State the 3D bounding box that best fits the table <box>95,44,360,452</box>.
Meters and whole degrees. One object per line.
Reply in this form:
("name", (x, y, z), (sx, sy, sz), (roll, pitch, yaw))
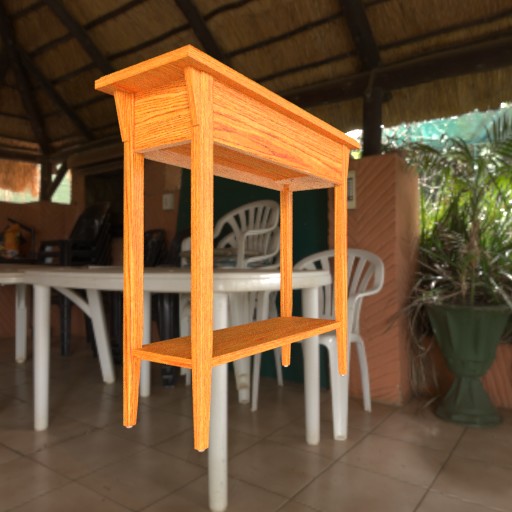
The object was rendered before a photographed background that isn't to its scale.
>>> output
("table", (0.000, 0.000, 1.123), (0.254, 0.711, 0.762), (0, 0, 35))
